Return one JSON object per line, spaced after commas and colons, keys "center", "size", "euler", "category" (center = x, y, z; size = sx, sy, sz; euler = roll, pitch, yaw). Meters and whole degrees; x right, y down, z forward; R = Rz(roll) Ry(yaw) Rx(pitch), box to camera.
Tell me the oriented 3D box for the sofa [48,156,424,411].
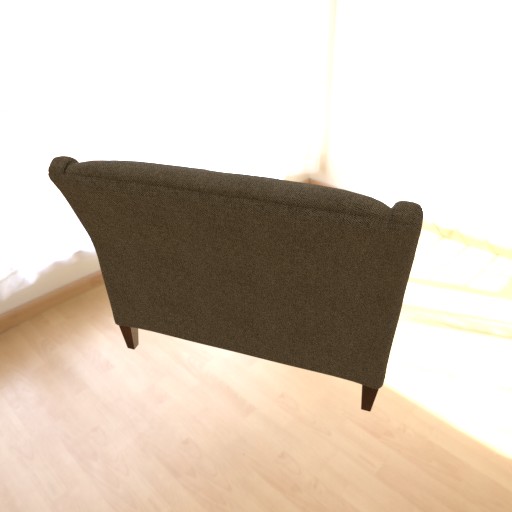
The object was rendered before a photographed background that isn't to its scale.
{"center": [0.000, 0.000, 1.929], "size": [1.242, 1.021, 0.870], "euler": [10, 33, 16], "category": "sofa"}
